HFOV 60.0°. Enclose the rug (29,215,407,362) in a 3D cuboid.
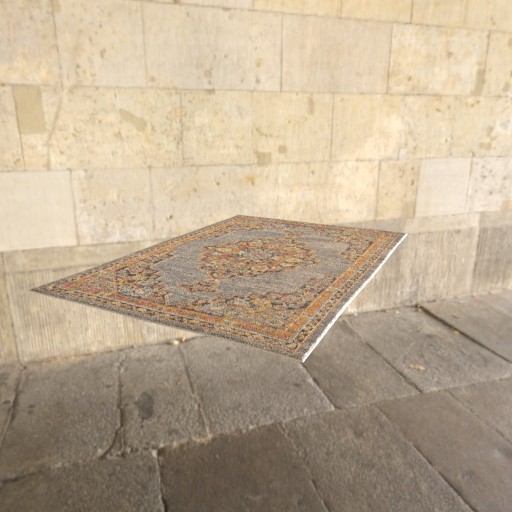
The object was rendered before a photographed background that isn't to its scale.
[{"bbox_3d":[0.000,0.000,4.056,2.158,0.024,3.063,9,19,26],"label":"rug"}]
